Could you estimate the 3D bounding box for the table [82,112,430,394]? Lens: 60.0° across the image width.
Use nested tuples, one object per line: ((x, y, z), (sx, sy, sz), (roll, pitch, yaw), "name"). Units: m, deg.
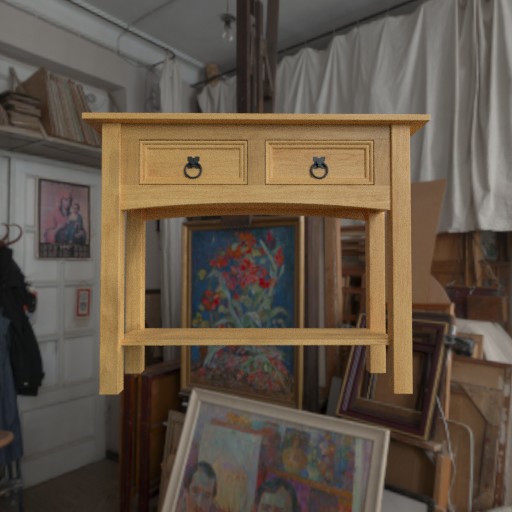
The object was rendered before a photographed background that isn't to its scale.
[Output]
((0.000, 0.000, 1.303), (0.900, 0.728, 0.340), (0, -2, 0), "table")
